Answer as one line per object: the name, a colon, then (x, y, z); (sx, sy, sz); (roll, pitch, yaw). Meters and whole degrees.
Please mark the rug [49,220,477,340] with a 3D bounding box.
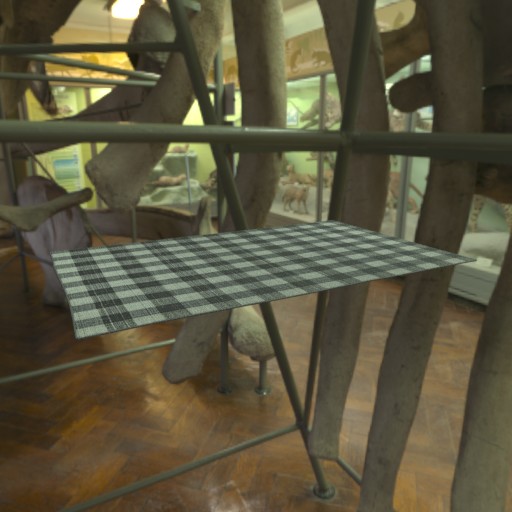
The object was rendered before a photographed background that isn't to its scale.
rug: (0.000, 0.000, 3.009); (2.476, 0.011, 1.554); (-8, 18, -27)
